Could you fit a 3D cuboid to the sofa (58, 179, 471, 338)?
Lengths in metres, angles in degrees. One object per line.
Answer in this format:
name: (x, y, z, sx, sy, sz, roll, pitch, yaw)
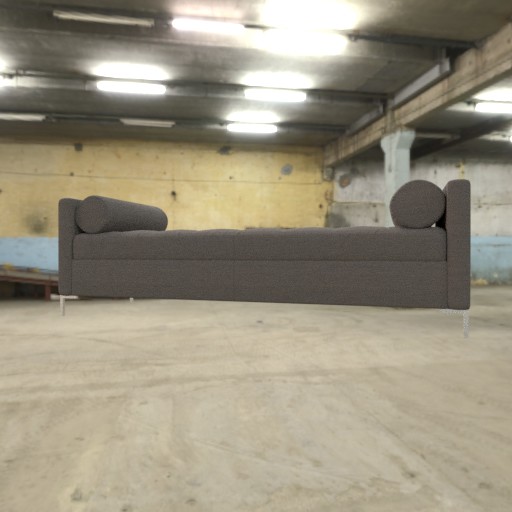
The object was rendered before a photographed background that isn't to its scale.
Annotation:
sofa: (0.000, 0.000, 2.351, 1.981, 0.635, 0.686, 0, 0, 18)
